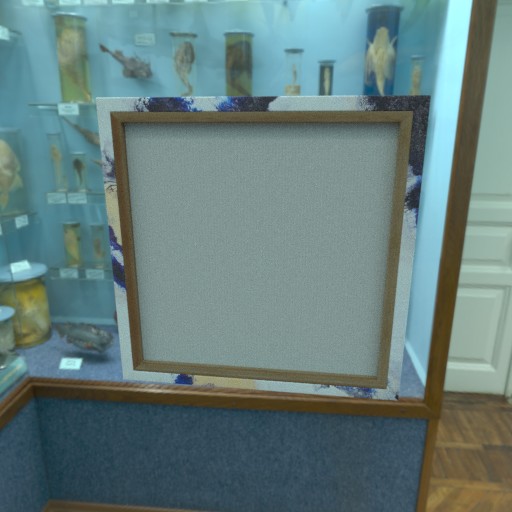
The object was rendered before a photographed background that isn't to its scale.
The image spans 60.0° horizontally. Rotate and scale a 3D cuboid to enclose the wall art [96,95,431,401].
[{"bbox_3d":[0.000,0.000,1.307,0.887,0.885,0.038,2,17,7],"label":"wall art"}]
